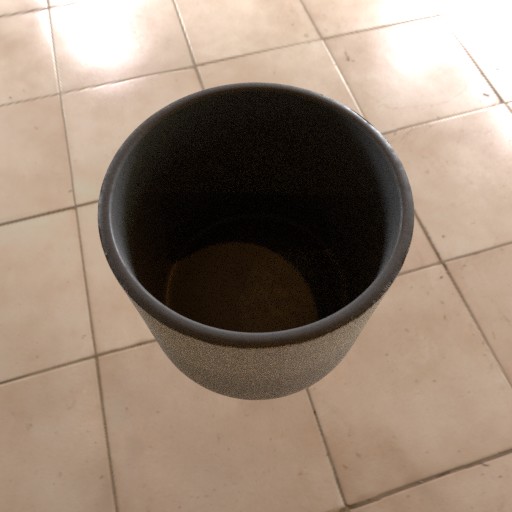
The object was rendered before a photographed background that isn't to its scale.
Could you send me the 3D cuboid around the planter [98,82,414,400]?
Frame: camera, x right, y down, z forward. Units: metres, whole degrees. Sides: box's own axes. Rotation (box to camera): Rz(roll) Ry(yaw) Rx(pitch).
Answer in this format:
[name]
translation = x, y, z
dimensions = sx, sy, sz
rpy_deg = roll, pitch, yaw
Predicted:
[planter]
translation = 0.000, 0.000, 0.448
dimensions = 0.254, 0.221, 0.254
rpy_deg = 0, 63, 0
